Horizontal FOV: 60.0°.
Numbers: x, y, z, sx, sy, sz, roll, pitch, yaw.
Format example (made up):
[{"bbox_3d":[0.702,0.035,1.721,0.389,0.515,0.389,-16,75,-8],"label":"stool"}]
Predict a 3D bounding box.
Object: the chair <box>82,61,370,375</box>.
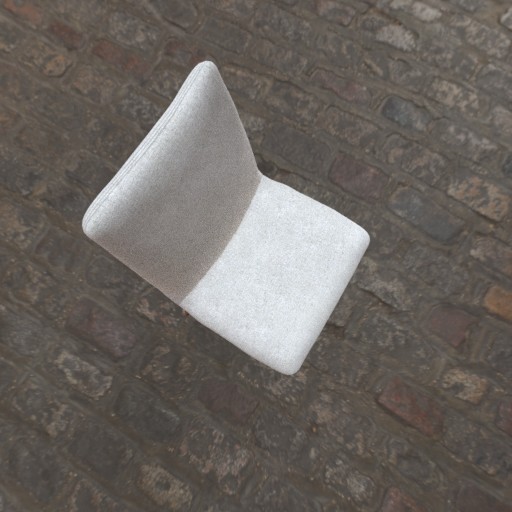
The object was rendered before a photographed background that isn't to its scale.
[{"bbox_3d":[0.000,0.000,1.341,0.563,0.974,0.522,30,78,7],"label":"chair"}]
